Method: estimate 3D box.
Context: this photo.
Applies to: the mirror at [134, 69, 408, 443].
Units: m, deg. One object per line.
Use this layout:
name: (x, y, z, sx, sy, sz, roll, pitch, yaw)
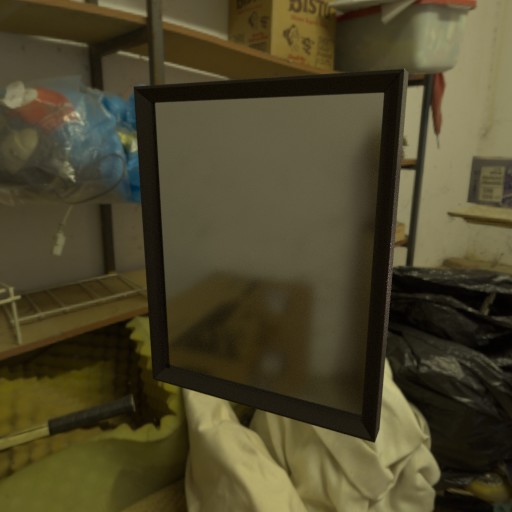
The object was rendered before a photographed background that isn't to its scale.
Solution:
mirror: (0.000, 0.000, 0.686, 0.406, 0.509, 0.041, 7, 16, 25)
